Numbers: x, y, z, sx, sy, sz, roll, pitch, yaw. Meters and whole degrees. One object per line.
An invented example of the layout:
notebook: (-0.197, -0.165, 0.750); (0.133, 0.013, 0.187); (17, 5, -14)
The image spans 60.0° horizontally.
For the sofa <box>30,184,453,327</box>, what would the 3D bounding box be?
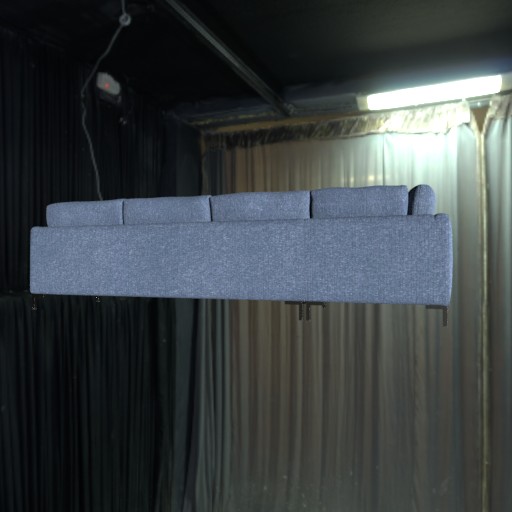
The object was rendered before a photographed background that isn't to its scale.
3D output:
sofa: (0.000, 0.000, 3.787); (2.949, 0.815, 2.007); (0, -1, 19)
